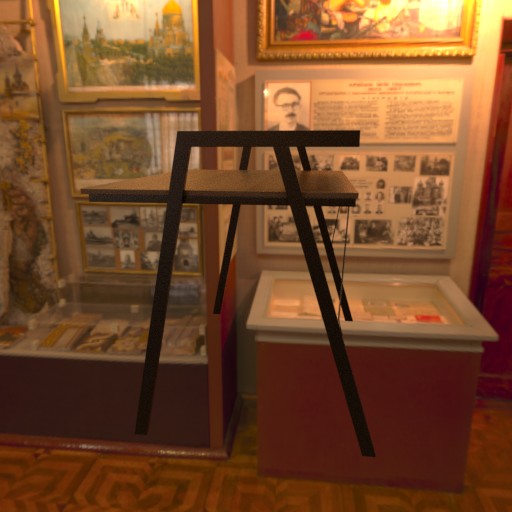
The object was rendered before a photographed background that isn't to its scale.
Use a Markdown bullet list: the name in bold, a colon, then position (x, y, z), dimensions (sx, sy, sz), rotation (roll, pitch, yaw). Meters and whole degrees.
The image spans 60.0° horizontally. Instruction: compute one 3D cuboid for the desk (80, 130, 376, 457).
- **desk**: position (0.000, 0.000, 1.896), dimensions (0.936, 0.998, 1.143), rotation (2, 14, 8)
